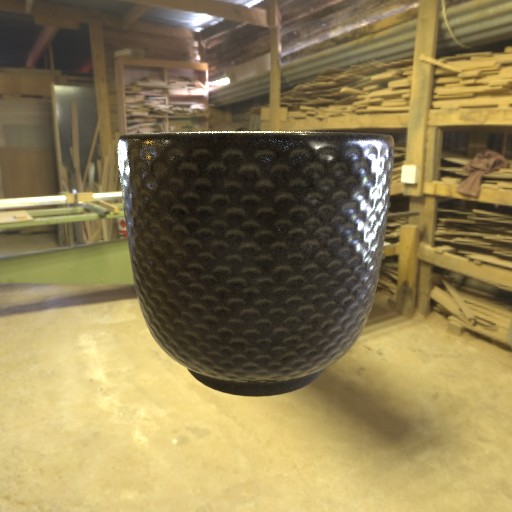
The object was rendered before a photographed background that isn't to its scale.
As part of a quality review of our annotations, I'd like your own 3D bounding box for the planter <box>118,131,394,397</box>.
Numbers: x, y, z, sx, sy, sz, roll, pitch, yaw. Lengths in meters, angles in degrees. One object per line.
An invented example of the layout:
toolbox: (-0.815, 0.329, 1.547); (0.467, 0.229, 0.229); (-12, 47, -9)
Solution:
planter: (0.000, 0.000, 0.247); (0.140, 0.129, 0.140); (0, 14, 0)
